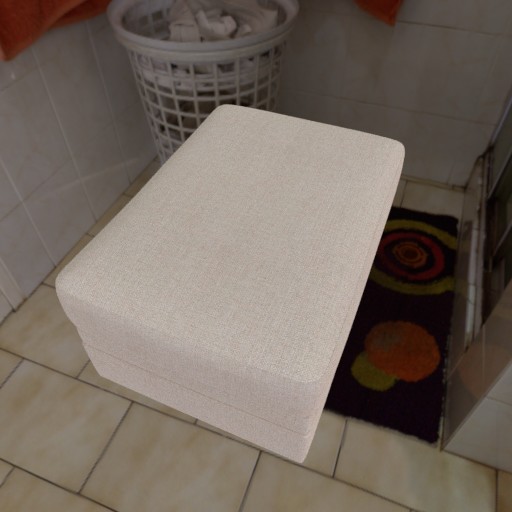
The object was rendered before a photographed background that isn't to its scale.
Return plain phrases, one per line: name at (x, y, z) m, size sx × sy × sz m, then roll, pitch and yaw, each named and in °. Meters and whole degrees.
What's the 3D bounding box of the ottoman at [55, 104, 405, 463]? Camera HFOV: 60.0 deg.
ottoman at (0.000, 0.000, 1.277) m, size 0.637 × 0.478 × 0.885 m, roll 18°, pitch 50°, yaw 15°
